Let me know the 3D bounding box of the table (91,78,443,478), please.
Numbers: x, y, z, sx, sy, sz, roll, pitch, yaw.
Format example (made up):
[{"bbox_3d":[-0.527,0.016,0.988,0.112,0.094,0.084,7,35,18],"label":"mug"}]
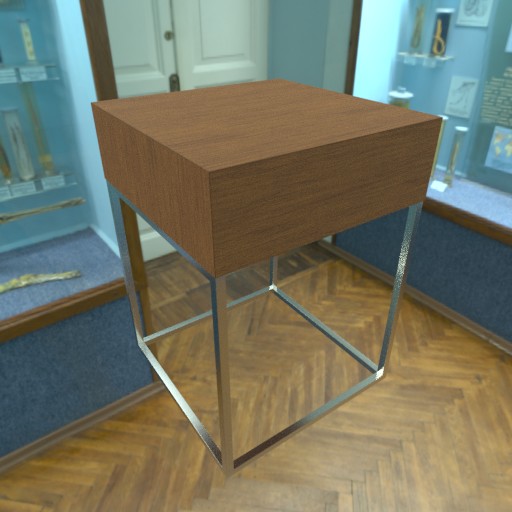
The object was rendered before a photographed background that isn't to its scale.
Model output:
[{"bbox_3d":[0.000,0.000,0.838,0.397,0.540,0.398,-20,36,-29],"label":"table"}]
